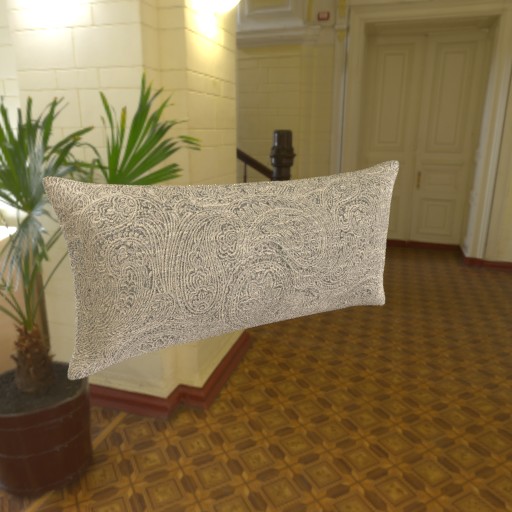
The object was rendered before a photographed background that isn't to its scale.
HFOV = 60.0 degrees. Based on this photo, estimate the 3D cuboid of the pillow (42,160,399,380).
[{"bbox_3d":[0.000,0.000,0.742,0.615,0.295,0.151,-8,18,-27],"label":"pillow"}]
